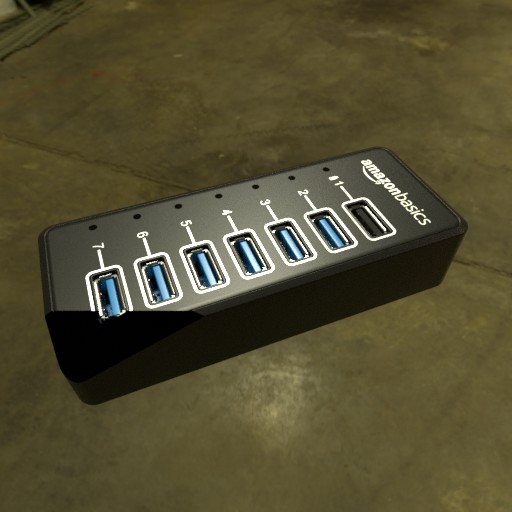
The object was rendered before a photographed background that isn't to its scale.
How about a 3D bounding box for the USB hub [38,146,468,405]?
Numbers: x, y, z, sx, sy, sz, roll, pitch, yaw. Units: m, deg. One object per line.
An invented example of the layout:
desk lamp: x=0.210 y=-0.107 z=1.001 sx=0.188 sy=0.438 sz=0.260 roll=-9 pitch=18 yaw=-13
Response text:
USB hub: x=0.000 y=0.000 z=0.127 sx=0.110 sy=0.023 sz=0.044 roll=-16 pitch=49 yaw=-15
